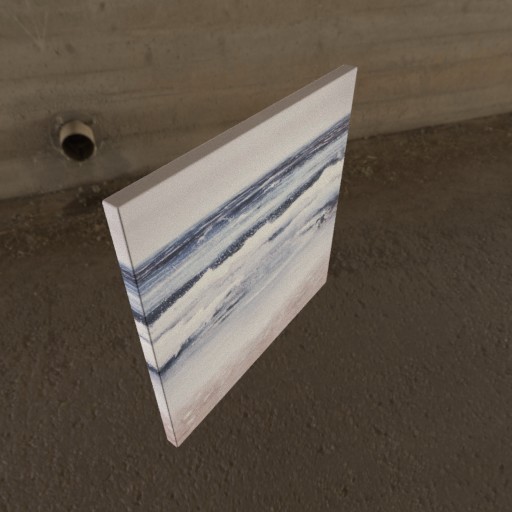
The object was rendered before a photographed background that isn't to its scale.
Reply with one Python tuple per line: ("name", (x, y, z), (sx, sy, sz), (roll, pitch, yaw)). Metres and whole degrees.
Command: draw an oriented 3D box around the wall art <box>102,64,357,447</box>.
("wall art", (0.000, 0.000, 1.129), (0.065, 0.747, 0.755), (26, 48, 27))
